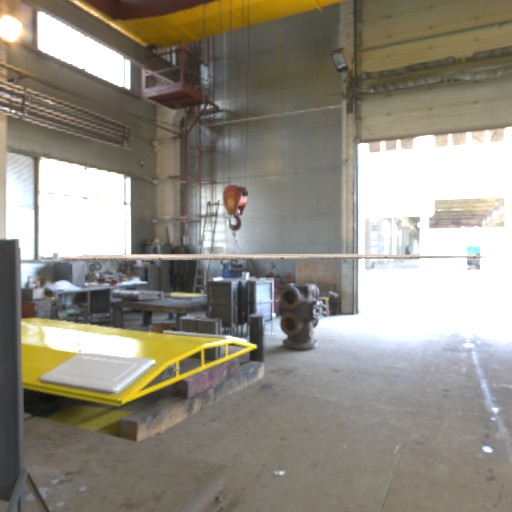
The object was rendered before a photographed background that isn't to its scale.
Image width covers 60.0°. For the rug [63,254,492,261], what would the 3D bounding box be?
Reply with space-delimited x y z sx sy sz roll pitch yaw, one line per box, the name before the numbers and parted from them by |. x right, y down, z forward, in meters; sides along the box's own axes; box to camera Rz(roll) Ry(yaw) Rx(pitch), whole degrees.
rug | 0.000 0.000 3.949 2.959 0.016 2.317 0 1 -18
